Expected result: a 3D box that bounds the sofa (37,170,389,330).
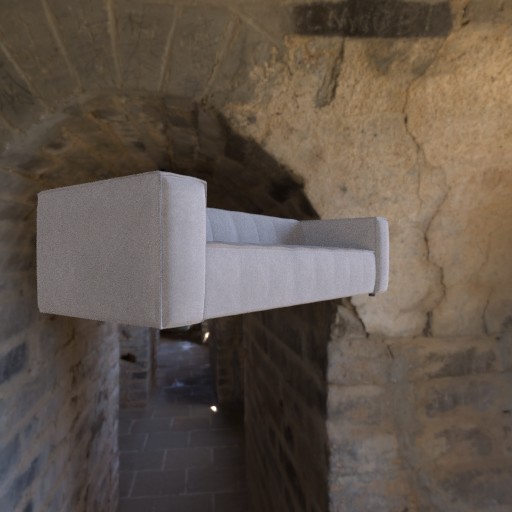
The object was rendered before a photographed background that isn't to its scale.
[{"bbox_3d":[0.000,0.000,3.135,1.038,0.680,2.697,0,-1,36],"label":"sofa"}]
